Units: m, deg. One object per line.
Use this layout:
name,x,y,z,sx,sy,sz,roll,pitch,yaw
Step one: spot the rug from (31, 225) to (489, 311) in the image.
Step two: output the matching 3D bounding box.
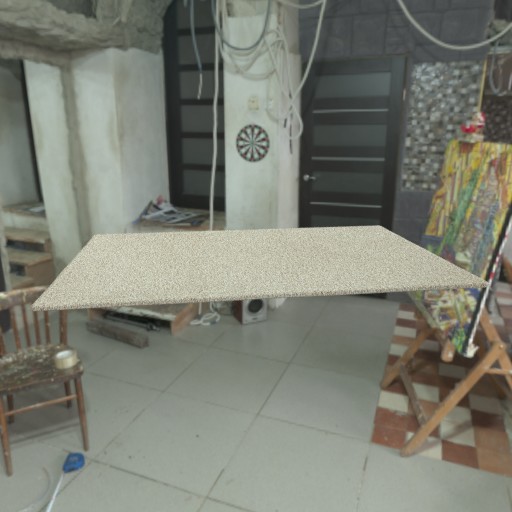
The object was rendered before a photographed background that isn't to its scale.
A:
rug,0.000,0.000,3.041,2.438,0.030,1.524,-2,16,-8
